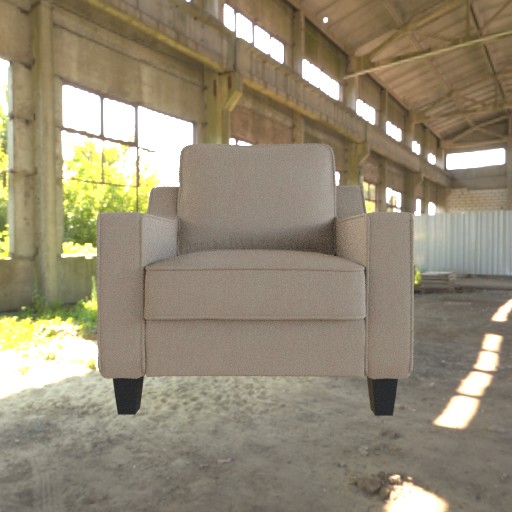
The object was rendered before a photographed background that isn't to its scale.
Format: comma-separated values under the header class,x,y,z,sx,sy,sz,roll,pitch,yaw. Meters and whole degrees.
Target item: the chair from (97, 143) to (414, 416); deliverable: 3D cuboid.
class,x,y,z,sx,sy,sz,roll,pitch,yaw
chair,0.000,0.000,1.675,0.922,0.948,0.882,0,1,1
